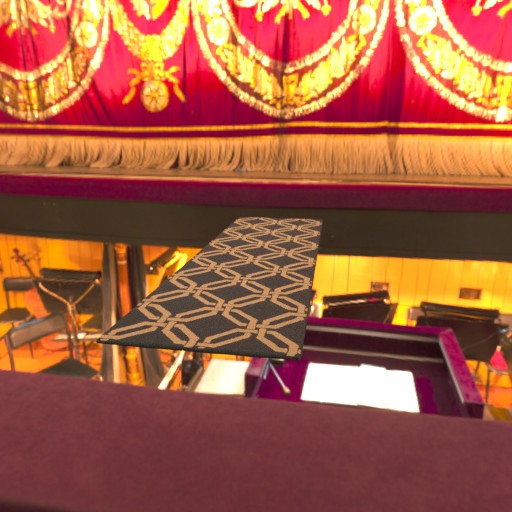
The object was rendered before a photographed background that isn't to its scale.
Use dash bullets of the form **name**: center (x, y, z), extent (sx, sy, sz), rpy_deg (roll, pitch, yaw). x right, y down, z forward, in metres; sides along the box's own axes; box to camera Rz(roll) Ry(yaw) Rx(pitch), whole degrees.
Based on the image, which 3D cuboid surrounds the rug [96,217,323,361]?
- **rug**: center (0.000, 0.000, 2.485), extent (0.678, 0.014, 2.276), rpy_deg (3, 16, 10)
